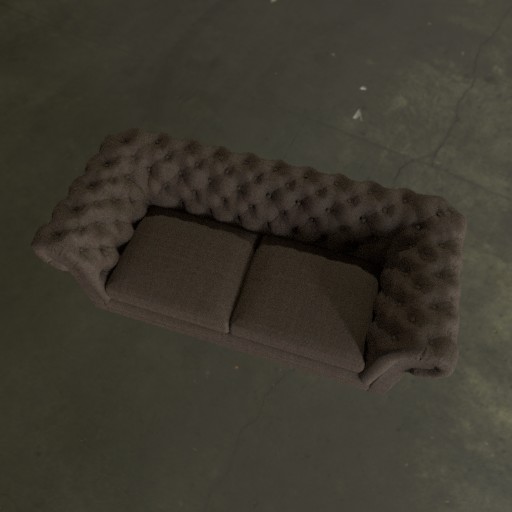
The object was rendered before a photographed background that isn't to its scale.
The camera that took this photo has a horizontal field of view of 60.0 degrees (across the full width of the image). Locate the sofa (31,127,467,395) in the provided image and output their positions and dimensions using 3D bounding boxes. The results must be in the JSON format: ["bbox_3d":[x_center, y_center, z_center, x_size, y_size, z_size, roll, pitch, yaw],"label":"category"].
[{"bbox_3d":[0.000,0.000,2.472,2.048,0.780,0.944,15,59,9],"label":"sofa"}]
